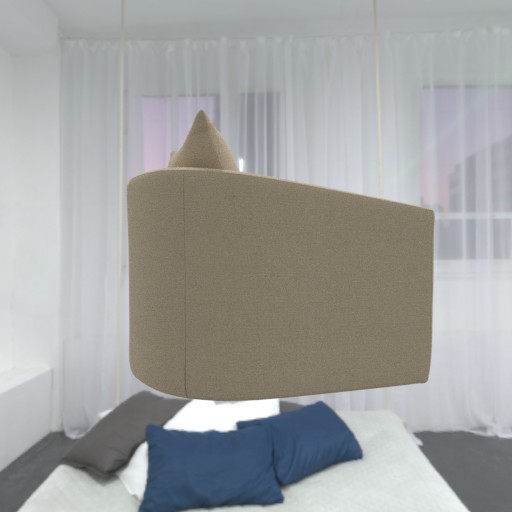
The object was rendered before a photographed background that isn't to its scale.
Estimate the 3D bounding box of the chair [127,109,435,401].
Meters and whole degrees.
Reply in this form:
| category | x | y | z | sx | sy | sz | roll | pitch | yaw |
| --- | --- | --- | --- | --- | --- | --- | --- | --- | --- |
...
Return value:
| category | x | y | z | sx | sy | sz | roll | pitch | yaw |
| --- | --- | --- | --- | --- | --- | --- | --- | --- | --- |
| chair | 0.000 | 0.000 | 1.623 | 0.910 | 0.848 | 0.845 | 0 | 0 | -18 |
